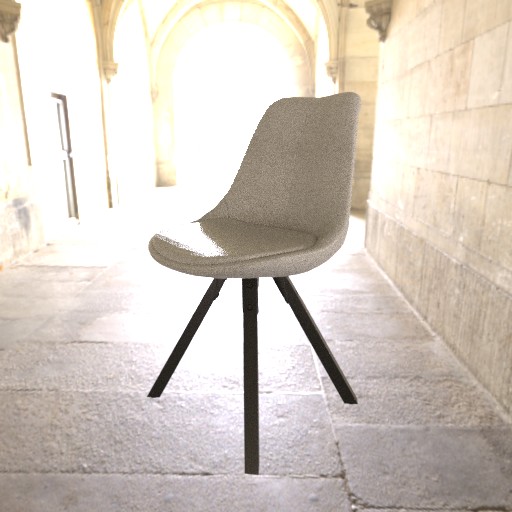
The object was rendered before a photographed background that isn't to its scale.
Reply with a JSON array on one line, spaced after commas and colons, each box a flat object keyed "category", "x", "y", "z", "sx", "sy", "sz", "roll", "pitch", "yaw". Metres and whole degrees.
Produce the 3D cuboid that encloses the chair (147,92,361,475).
[{"category": "chair", "x": 0.000, "y": 0.000, "z": 1.195, "sx": 0.550, "sy": 0.850, "sz": 0.485, "roll": -14, "pitch": 21, "yaw": -43}]
